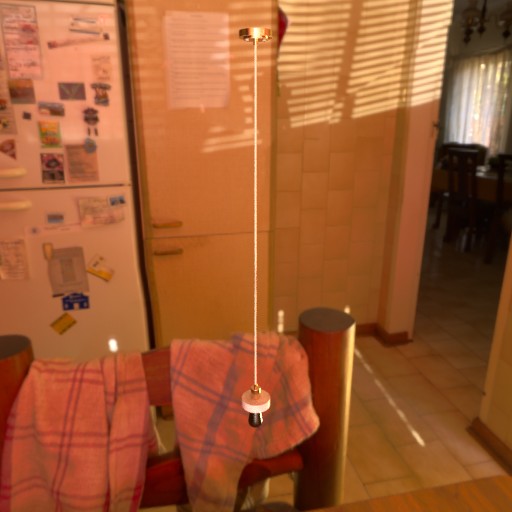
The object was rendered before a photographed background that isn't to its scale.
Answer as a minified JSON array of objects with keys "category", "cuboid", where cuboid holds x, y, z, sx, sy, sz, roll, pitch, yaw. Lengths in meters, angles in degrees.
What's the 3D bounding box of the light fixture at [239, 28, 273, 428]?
[{"category":"light fixture","cuboid":[0.000,0.000,1.819,0.129,1.669,0.129,-15,23,-40]}]
